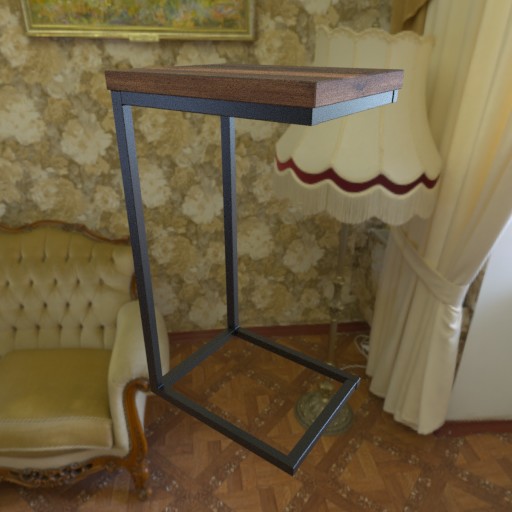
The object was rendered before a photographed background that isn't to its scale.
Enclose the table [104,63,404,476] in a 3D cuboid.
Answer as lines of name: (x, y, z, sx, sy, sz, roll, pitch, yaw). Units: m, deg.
table: (0.000, 0.000, 0.926, 0.414, 0.718, 0.323, 17, 31, 32)
